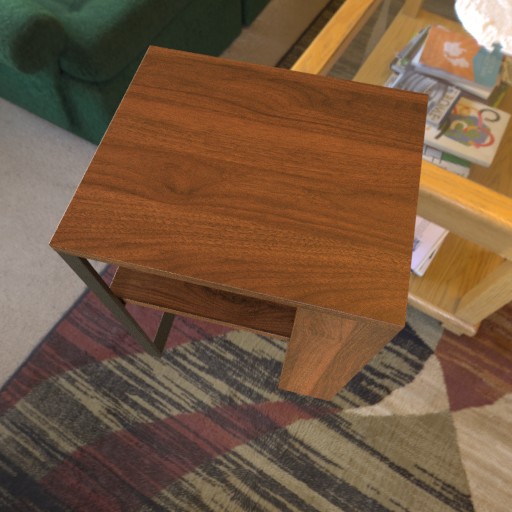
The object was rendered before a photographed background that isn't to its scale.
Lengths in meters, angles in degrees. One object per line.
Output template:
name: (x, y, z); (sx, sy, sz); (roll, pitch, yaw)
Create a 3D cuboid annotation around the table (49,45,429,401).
table: (0.000, 0.000, 1.549); (0.786, 1.041, 0.660); (13, 65, 6)
